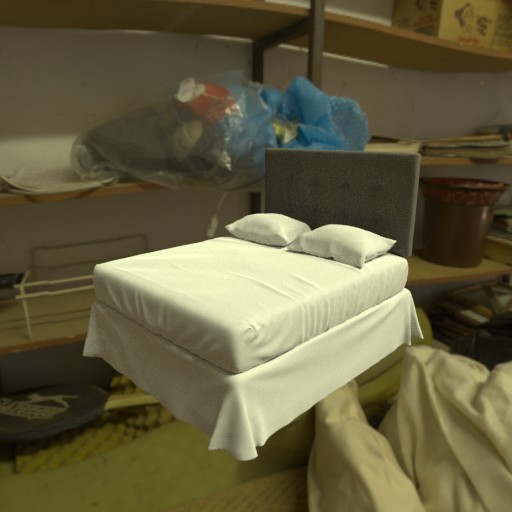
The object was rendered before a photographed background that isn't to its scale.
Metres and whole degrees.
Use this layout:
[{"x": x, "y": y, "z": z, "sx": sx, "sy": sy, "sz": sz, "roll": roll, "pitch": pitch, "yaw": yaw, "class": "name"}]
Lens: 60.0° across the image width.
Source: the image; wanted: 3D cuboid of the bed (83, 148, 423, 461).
[{"x": 0.000, "y": 0.000, "z": 3.510, "sx": 1.936, "sy": 1.577, "sz": 2.222, "roll": 15, "pitch": 22, "yaw": 43, "class": "bed"}]
